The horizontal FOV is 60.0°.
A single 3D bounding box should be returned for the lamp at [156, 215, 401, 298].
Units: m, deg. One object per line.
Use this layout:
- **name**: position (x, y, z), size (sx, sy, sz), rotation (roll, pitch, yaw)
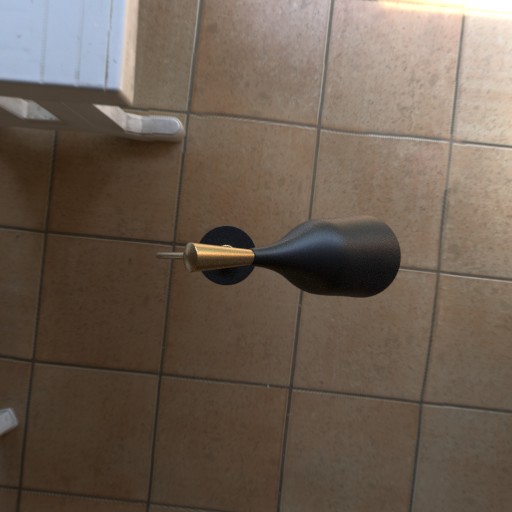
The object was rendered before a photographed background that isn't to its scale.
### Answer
- **lamp**: position (0.000, 0.000, 0.641), size (0.352, 0.464, 0.110), rotation (0, 90, 1)
